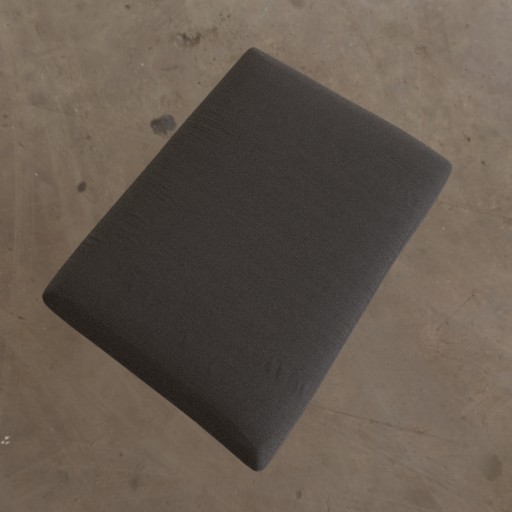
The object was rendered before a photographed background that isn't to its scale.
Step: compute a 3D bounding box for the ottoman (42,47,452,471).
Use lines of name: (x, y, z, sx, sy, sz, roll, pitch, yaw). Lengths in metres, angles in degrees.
ottoman: (0.000, 0.000, 1.124, 0.569, 0.500, 0.771, 34, 76, 9)
